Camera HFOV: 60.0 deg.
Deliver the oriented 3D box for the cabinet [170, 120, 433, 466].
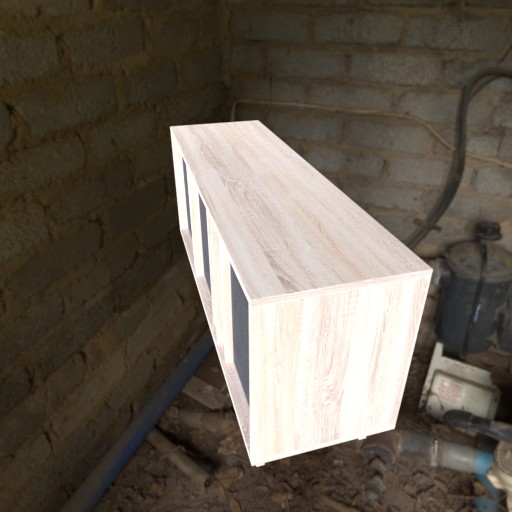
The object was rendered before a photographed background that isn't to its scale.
[{"bbox_3d":[0.000,0.000,1.989,0.500,0.780,1.650,-8,32,-14],"label":"cabinet"}]
